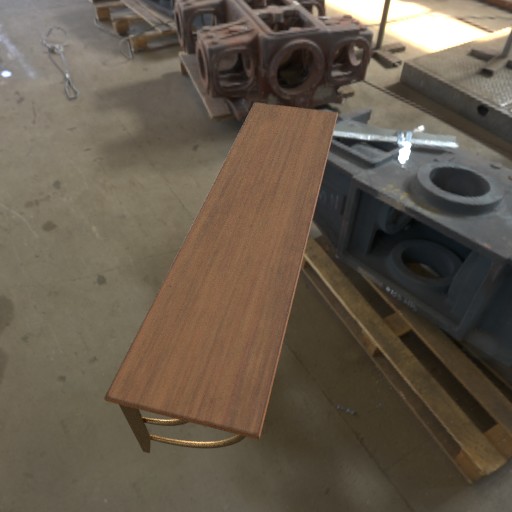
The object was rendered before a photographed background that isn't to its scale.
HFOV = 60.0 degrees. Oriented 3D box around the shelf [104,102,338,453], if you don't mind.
[{"bbox_3d":[0.000,0.000,0.724,0.166,0.190,0.636,10,48,10],"label":"shelf"}]
